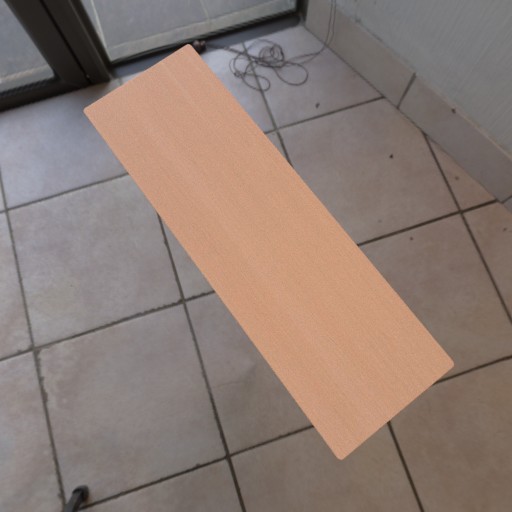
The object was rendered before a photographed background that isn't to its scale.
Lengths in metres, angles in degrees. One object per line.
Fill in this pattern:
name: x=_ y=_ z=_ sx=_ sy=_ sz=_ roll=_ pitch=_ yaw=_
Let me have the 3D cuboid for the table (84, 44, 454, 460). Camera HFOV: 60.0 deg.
table: x=0.000 y=0.000 z=1.788 sx=0.447 sy=0.750 sz=1.397 roll=-36 pitch=79 yaw=-8
